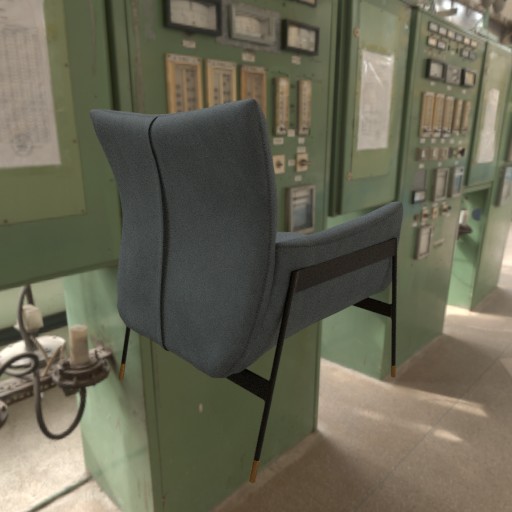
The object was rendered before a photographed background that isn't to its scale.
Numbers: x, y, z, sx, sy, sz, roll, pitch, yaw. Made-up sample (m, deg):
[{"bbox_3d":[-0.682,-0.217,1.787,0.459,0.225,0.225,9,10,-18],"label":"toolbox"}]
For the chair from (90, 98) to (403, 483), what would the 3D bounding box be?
[{"bbox_3d":[0.000,0.000,1.366,0.709,0.858,0.678,-15,22,-43],"label":"chair"}]
